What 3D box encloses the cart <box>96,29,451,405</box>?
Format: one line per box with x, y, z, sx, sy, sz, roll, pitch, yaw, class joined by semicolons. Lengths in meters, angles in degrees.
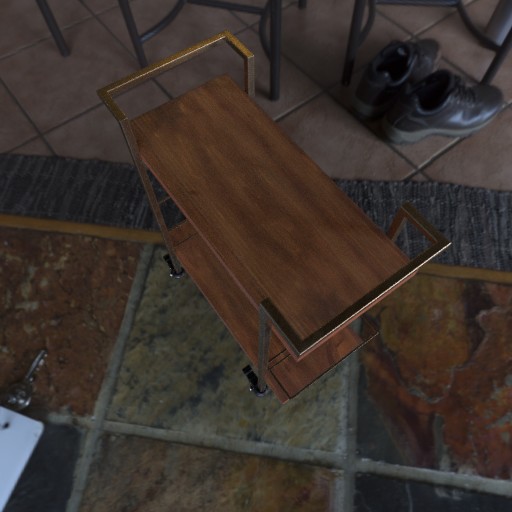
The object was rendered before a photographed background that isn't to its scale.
0.000;0.000;1.199;0.364;0.807;0.695;-33;68;-15;cart
